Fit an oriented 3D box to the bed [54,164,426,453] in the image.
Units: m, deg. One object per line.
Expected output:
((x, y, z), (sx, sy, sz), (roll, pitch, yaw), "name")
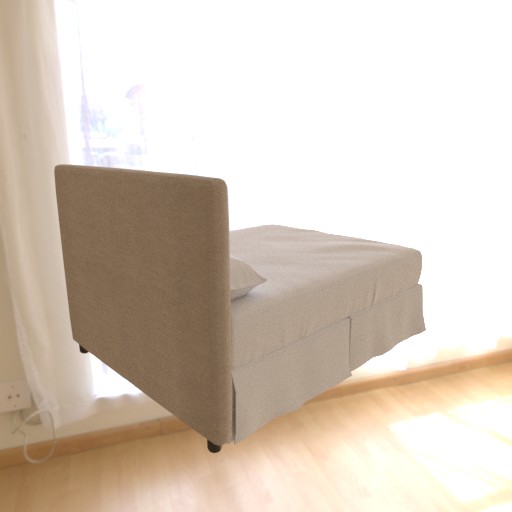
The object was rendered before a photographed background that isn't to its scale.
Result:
((0.000, 0.000, 3.211), (2.162, 1.330, 1.713), (-14, 20, -43), "bed")
